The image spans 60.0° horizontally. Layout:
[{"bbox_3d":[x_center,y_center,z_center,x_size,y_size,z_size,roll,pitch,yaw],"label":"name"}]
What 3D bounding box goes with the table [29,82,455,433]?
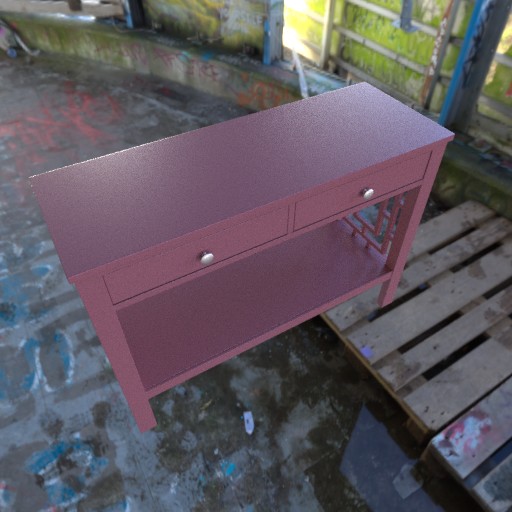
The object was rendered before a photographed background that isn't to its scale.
[{"bbox_3d":[0.000,0.000,1.430,1.068,0.753,0.397,-23,50,-21],"label":"table"}]
